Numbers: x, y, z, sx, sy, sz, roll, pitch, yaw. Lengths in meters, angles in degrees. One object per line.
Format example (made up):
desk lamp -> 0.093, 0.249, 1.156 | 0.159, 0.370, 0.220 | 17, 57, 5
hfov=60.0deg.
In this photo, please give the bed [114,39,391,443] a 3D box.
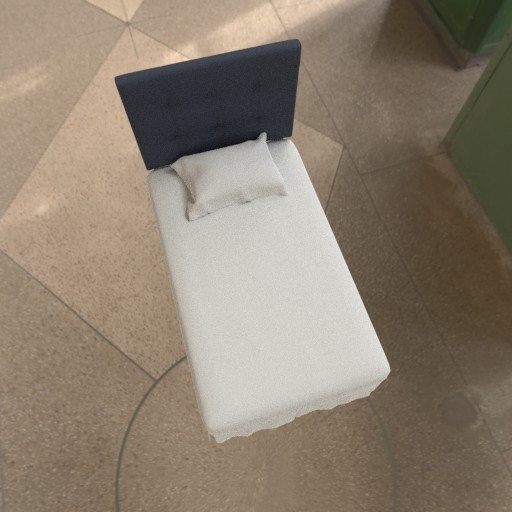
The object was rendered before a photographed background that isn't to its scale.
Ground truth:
bed -> 0.000, 0.000, 2.922 | 1.261, 1.571, 1.997 | -15, 65, -7
